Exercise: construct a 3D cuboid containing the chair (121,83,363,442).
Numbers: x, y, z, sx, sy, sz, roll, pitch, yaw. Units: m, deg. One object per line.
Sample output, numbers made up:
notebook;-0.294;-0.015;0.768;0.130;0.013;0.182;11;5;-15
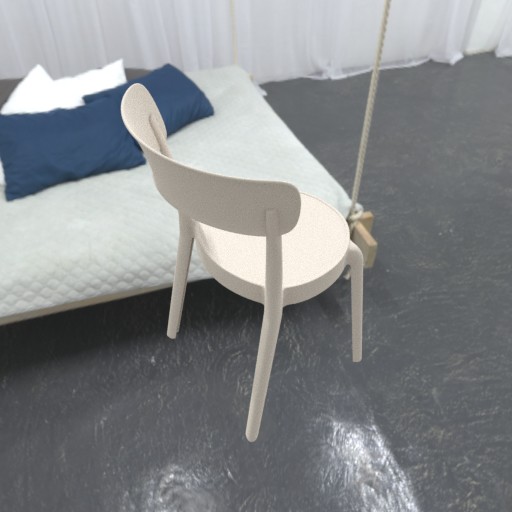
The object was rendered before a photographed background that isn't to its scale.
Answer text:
chair;0.000;0.000;1.121;0.491;0.790;0.506;-27;48;-27
